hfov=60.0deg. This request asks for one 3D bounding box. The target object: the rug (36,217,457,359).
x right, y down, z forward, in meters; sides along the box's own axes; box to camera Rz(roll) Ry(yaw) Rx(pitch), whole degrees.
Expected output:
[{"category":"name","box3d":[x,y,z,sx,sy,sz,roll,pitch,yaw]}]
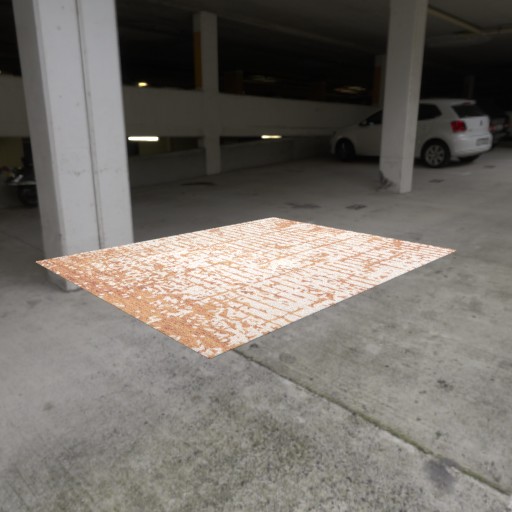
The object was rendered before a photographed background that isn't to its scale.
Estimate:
[{"category":"rug","box3d":[0.000,0.000,4.092,3.050,0.011,2.441,-15,21,-42]}]
